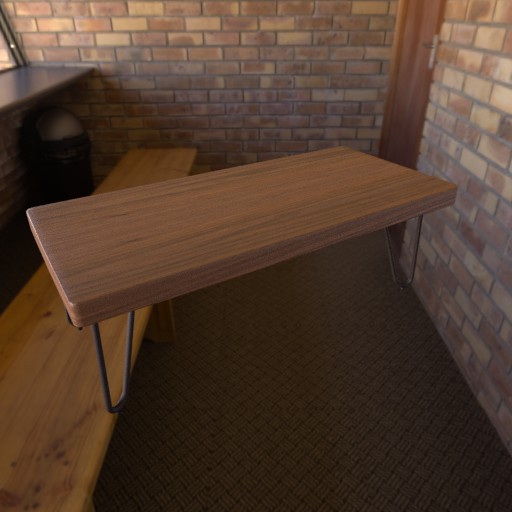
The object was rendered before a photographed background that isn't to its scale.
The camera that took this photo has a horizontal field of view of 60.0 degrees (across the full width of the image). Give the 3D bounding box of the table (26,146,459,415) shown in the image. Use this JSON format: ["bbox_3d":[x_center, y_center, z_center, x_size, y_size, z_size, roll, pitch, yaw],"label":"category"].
[{"bbox_3d":[0.000,0.000,1.641,1.375,0.468,0.637,-17,34,-28],"label":"table"}]
